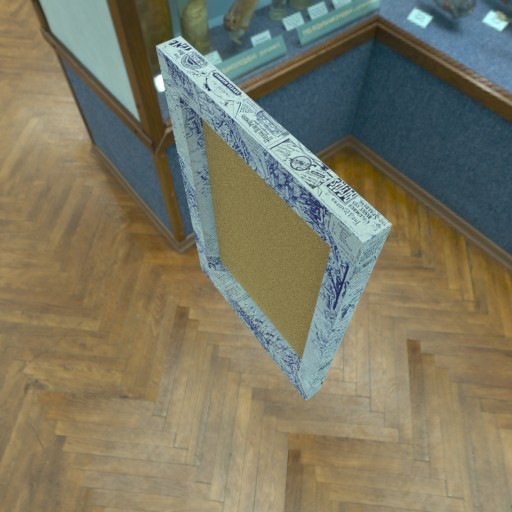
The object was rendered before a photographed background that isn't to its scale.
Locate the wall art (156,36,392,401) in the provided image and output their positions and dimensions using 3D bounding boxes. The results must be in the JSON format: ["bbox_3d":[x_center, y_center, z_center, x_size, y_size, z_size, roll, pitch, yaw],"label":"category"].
[{"bbox_3d":[0.000,0.000,0.489,0.025,0.376,0.255,-32,63,-19],"label":"wall art"}]
